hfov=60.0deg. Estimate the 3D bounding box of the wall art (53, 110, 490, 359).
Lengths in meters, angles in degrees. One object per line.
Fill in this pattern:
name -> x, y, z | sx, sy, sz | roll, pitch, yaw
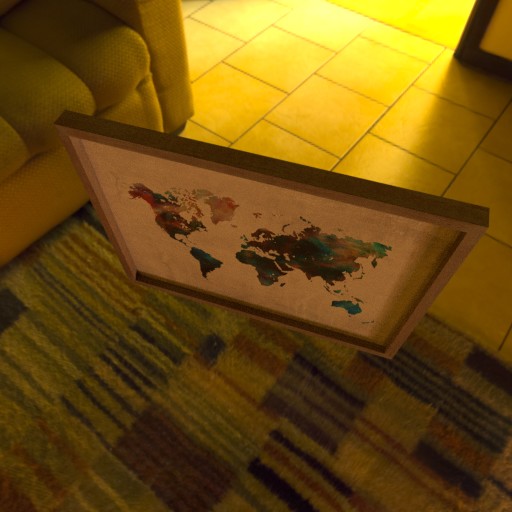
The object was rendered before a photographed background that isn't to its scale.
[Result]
wall art -> 0.000, 0.000, 1.727 | 1.320, 1.009, 0.070 | 15, 58, 10
